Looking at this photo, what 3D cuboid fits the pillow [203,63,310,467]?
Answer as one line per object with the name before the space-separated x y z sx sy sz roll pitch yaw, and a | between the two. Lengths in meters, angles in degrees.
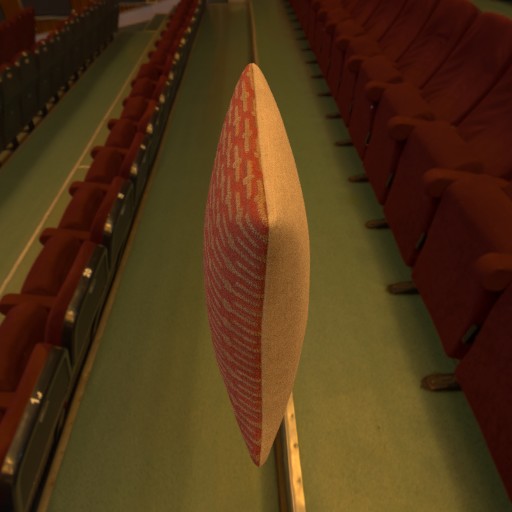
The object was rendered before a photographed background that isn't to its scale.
pillow | 0.000 0.000 0.779 0.182 0.503 0.511 -1 40 -2
